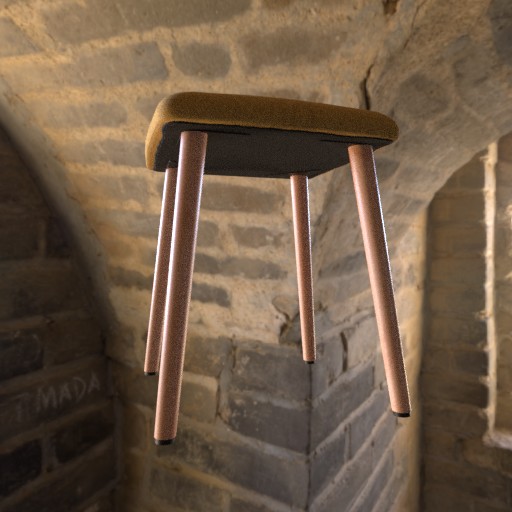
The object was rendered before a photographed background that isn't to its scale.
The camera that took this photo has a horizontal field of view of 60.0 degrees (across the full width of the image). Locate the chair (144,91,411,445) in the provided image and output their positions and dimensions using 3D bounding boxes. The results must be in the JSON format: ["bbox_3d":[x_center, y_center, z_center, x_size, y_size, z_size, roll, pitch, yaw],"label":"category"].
[{"bbox_3d":[0.000,0.000,0.722,0.350,0.440,0.350,0,0,-16],"label":"chair"}]
